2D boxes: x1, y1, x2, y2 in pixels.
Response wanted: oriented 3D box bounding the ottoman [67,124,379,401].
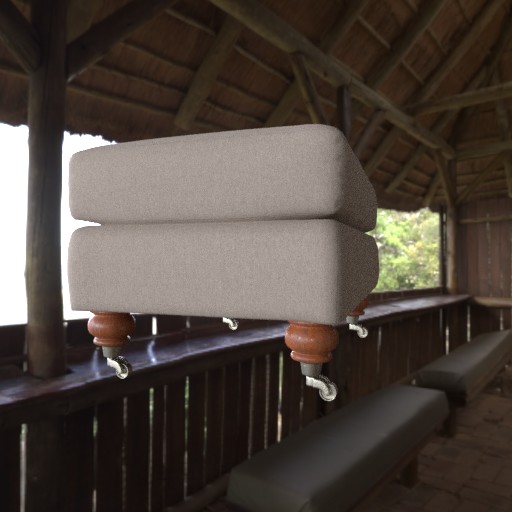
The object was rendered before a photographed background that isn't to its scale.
[{"bbox_3d":[0.000,0.000,1.144,0.574,0.497,0.773,0,0,19],"label":"ottoman"}]
